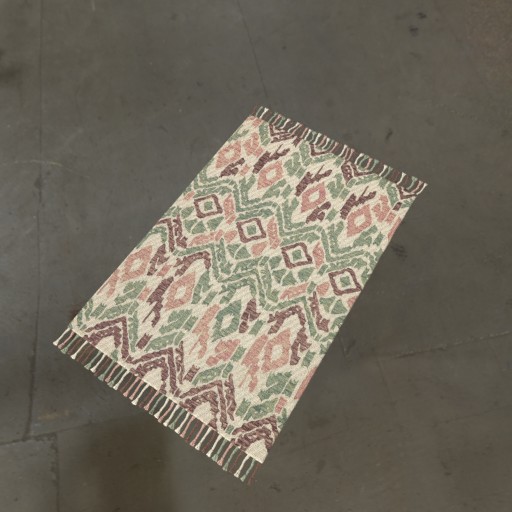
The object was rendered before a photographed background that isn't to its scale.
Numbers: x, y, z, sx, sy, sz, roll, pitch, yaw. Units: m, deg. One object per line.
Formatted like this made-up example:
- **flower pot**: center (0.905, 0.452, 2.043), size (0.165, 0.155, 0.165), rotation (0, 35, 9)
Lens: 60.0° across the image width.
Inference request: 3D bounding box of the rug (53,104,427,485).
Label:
- **rug**: center (0.000, 0.000, 3.066), size (1.524, 0.011, 2.438), rotation (30, 67, 14)
